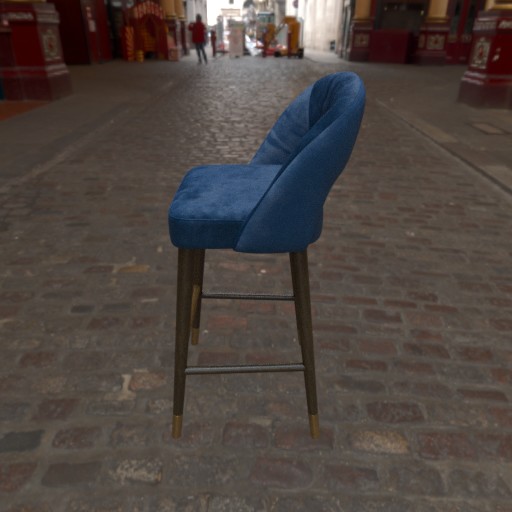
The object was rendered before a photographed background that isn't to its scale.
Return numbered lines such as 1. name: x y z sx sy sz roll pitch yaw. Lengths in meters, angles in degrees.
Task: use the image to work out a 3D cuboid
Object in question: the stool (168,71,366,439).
1. stool: 0.000 0.000 1.323 0.515 1.016 0.514 0 28 0
